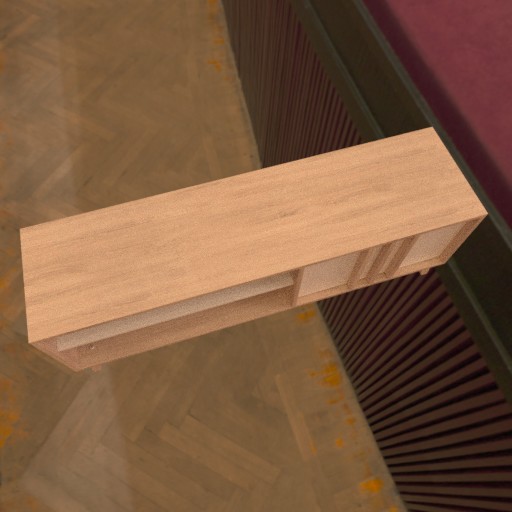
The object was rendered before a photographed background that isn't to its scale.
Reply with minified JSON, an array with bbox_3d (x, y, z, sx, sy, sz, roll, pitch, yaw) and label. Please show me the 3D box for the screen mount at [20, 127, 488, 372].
[{"bbox_3d":[0.000,0.000,1.695,1.500,0.510,0.400,-15,64,-8],"label":"screen mount"}]
